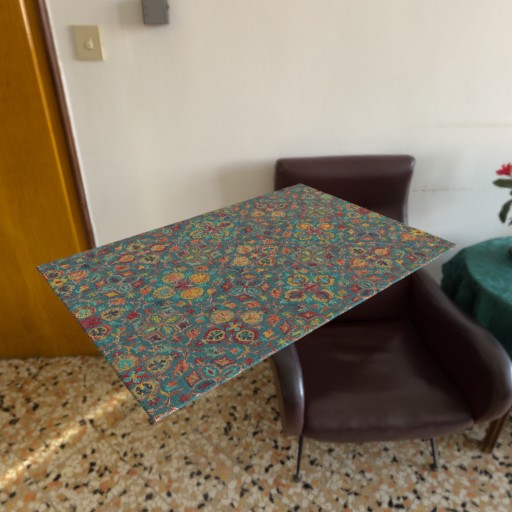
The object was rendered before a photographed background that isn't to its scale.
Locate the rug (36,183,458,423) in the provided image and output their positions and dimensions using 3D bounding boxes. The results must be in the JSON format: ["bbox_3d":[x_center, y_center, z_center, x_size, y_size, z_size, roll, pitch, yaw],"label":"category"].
[{"bbox_3d":[0.000,0.000,2.300,1.836,0.014,1.216,-22,37,-34],"label":"rug"}]
